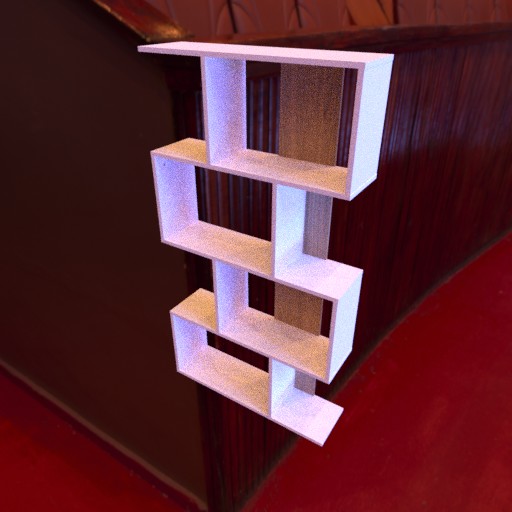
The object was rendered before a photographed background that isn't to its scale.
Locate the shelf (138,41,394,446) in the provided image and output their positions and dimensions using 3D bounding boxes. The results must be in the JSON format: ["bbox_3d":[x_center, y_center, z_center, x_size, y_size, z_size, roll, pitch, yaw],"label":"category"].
[{"bbox_3d":[0.000,0.000,1.950,0.890,1.650,0.250,18,35,28],"label":"shelf"}]
